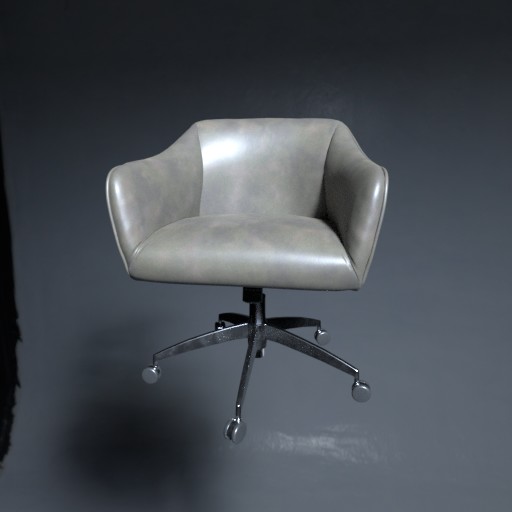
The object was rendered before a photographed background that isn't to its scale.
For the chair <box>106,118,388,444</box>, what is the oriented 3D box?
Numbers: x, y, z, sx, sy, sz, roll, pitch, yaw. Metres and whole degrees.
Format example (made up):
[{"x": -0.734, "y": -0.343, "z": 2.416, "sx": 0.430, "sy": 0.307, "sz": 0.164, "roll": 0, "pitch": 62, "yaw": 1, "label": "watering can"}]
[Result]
[{"x": 0.000, "y": 0.000, "z": 1.342, "sx": 0.713, "sy": 0.827, "sz": 0.689, "roll": 2, "pitch": 14, "yaw": 8, "label": "chair"}]
